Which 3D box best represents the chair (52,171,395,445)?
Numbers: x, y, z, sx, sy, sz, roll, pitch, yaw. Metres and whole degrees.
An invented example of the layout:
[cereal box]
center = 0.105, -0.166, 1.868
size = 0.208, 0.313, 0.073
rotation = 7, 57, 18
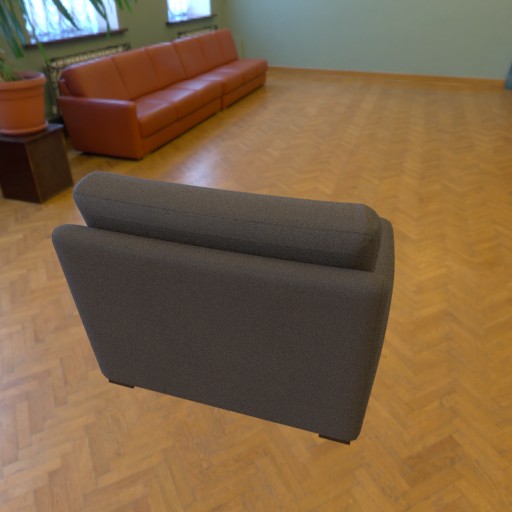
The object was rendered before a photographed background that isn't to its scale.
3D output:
[chair]
center = 0.000, 0.000, 1.949
size = 1.168, 0.940, 1.143
rotation = 9, 33, 15
